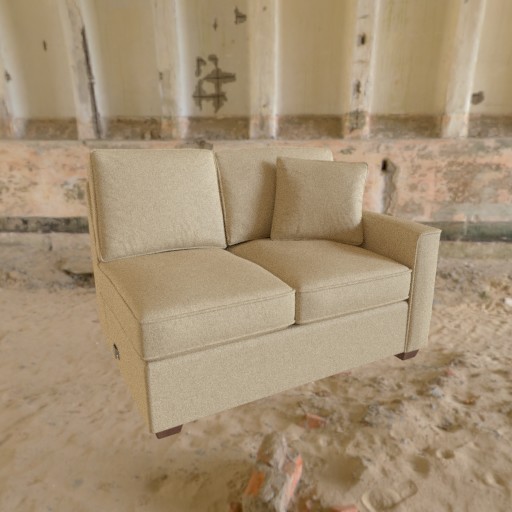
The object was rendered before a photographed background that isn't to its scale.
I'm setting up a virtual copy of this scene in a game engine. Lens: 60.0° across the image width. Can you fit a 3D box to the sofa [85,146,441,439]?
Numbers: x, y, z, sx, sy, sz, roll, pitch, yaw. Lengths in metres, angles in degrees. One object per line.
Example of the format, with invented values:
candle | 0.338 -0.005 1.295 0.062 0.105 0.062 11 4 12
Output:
sofa | 0.000 0.000 2.101 1.388 0.989 0.991 -8 18 -27
